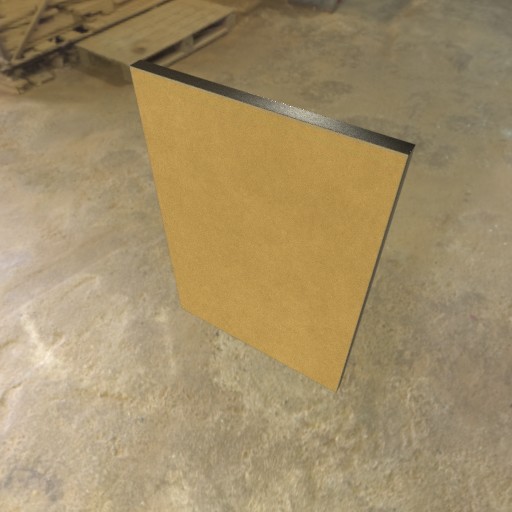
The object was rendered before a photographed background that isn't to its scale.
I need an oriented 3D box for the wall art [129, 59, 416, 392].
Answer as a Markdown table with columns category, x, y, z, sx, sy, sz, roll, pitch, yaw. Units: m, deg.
| category | x | y | z | sx | sy | sz | roll | pitch | yaw |
| --- | --- | --- | --- | --- | --- | --- | --- | --- | --- |
| wall art | 0.000 | 0.000 | 0.603 | 0.314 | 0.455 | 0.019 | 25 | 52 | 21 |
